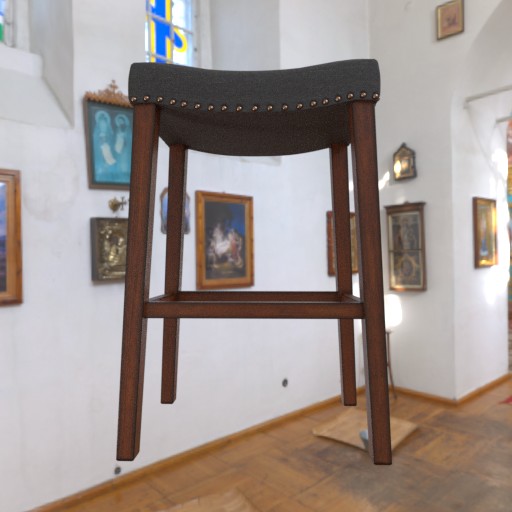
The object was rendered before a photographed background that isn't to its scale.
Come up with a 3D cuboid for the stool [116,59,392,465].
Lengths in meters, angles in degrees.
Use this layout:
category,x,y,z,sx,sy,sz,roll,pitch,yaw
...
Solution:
category,x,y,z,sx,sy,sz,roll,pitch,yaw
stool,0.000,0.000,0.993,0.502,0.760,0.366,0,-1,2
